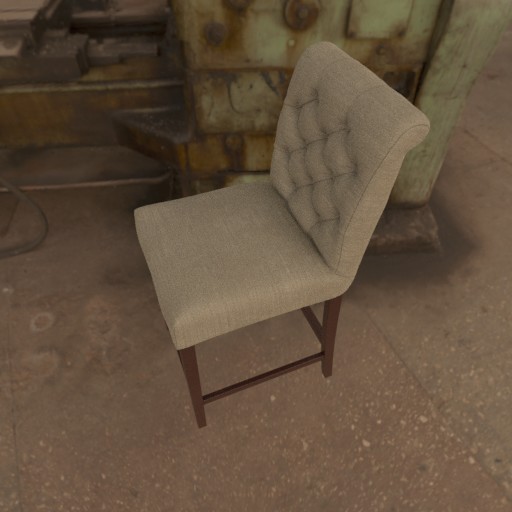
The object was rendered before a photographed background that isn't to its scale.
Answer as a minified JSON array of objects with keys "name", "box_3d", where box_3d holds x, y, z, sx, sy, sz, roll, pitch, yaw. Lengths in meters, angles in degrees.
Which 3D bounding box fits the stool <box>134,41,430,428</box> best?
[{"name":"stool","box_3d":[0.000,0.000,1.400,0.660,1.084,0.486,-17,49,-15]}]
